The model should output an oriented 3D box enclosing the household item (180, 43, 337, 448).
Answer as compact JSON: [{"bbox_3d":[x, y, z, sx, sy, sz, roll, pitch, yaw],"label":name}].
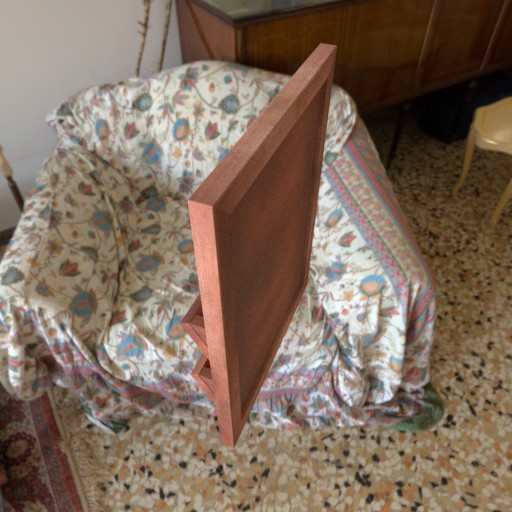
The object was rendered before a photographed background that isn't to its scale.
[{"bbox_3d":[0.000,0.000,0.548,0.067,0.407,0.310,17,48,16],"label":"household item"}]
